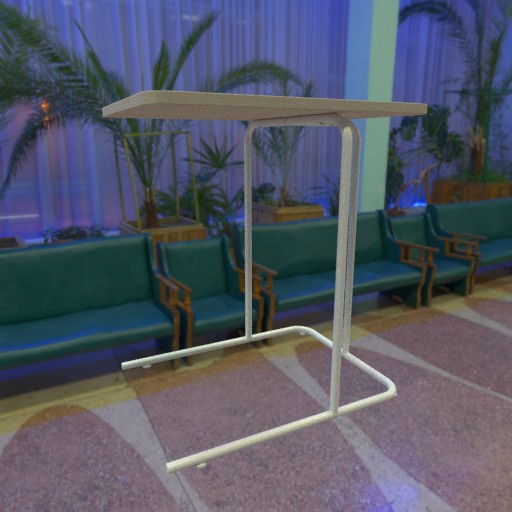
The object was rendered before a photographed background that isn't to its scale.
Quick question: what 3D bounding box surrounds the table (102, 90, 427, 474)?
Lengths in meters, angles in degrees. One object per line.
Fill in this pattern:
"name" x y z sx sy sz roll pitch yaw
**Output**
"table" 0.000 0.000 0.859 0.480 0.550 0.370 -7 16 -26
